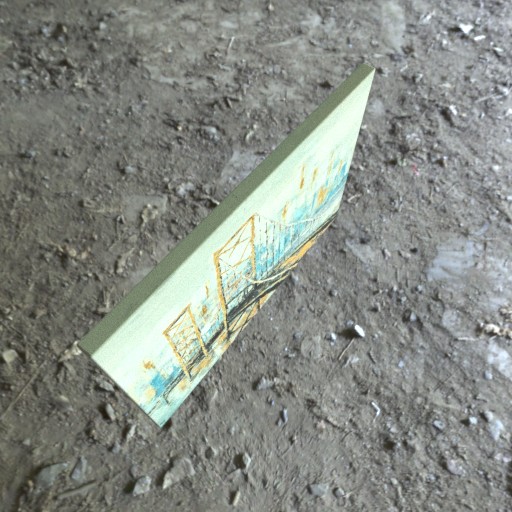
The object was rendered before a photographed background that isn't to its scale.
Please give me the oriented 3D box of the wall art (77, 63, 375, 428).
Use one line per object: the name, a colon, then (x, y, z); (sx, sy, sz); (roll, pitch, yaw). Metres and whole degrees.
wall art: (0.000, 0.000, 1.158); (0.038, 0.609, 0.913); (33, 64, 18)
